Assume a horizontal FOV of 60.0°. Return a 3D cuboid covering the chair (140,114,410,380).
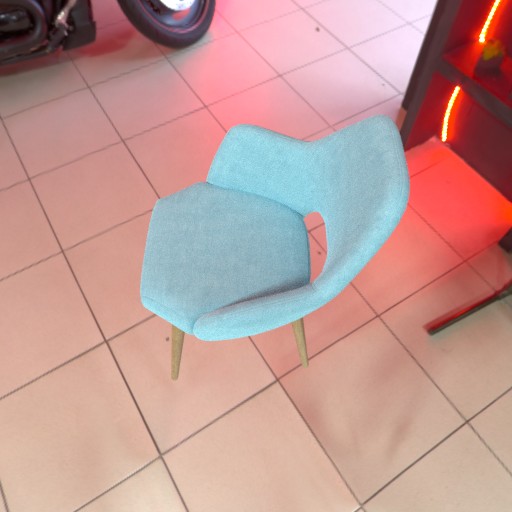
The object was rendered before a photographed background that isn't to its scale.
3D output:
[{"bbox_3d":[0.000,0.000,1.252,0.610,0.840,0.590,0,59,0],"label":"chair"}]
